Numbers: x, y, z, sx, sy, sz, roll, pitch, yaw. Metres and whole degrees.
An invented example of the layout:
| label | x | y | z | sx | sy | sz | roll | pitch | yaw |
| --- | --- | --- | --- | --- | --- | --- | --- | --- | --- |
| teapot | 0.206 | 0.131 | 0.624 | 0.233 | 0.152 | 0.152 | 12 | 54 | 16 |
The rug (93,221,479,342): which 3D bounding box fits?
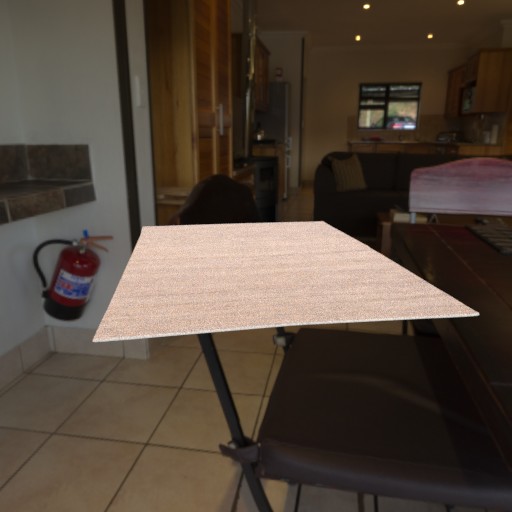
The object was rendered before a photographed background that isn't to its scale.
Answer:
| label | x | y | z | sx | sy | sz | roll | pitch | yaw |
| --- | --- | --- | --- | --- | --- | --- | --- | --- | --- |
| rug | 0.000 | 0.000 | 2.880 | 1.624 | 0.030 | 2.264 | -2 | 15 | -9 |
